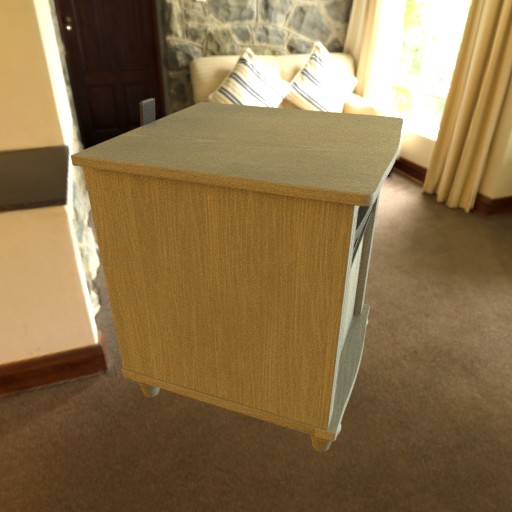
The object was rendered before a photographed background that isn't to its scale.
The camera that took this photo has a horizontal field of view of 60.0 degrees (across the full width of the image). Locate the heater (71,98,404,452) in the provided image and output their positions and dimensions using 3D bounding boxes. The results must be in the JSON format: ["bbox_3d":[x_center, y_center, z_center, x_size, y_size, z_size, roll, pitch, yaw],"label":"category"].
[{"bbox_3d":[0.000,0.000,0.746,0.400,0.481,0.362,11,32,18],"label":"heater"}]
